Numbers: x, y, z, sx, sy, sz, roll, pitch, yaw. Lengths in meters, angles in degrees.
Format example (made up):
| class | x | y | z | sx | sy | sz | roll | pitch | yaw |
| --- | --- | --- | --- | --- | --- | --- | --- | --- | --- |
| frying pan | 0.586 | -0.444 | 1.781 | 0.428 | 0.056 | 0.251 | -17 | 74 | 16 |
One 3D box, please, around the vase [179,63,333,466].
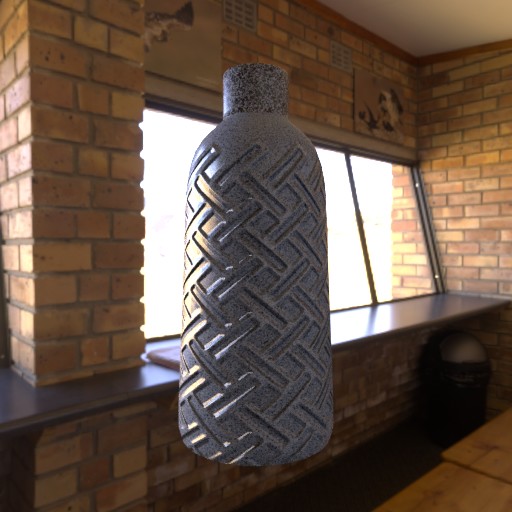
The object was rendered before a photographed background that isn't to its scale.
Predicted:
| class | x | y | z | sx | sy | sz | roll | pitch | yaw |
| --- | --- | --- | --- | --- | --- | --- | --- | --- | --- |
| vase | 0.000 | 0.000 | 0.351 | 0.122 | 0.282 | 0.122 | 0 | 1 | 0 |
